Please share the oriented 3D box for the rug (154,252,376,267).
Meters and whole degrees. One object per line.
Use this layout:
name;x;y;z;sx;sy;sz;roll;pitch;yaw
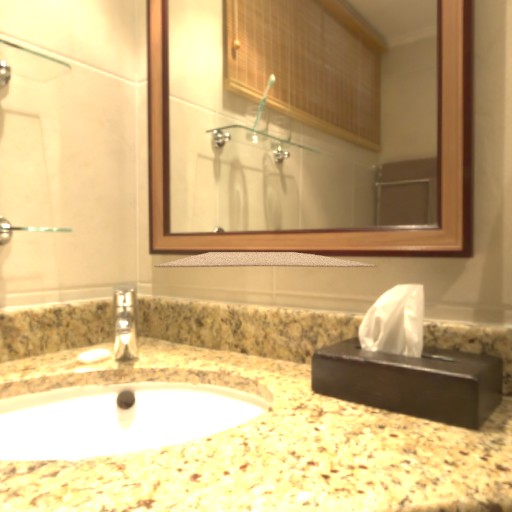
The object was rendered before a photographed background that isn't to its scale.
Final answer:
rug;0.000;0.000;2.573;0.712;0.013;2.346;0;2;-2
